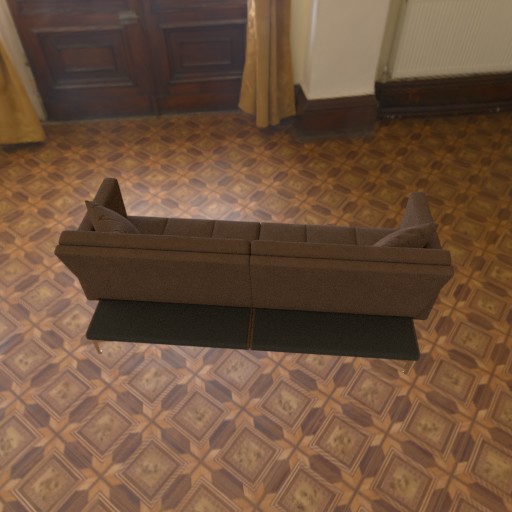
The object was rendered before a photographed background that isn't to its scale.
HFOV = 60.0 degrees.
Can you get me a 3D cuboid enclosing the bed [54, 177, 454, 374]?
[{"bbox_3d":[0.000,0.000,2.417,1.905,0.787,0.889,3,46,3],"label":"bed"}]
